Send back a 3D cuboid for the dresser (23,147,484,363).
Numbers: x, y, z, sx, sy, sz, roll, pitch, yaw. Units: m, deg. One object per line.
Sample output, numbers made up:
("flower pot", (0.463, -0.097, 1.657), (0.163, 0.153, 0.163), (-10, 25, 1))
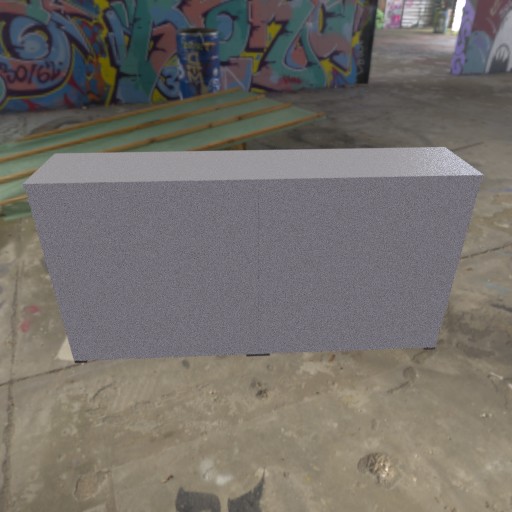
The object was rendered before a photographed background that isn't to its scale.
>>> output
("dresser", (0.000, 0.000, 1.817), (1.535, 0.790, 0.333), (-2, 31, -3))
